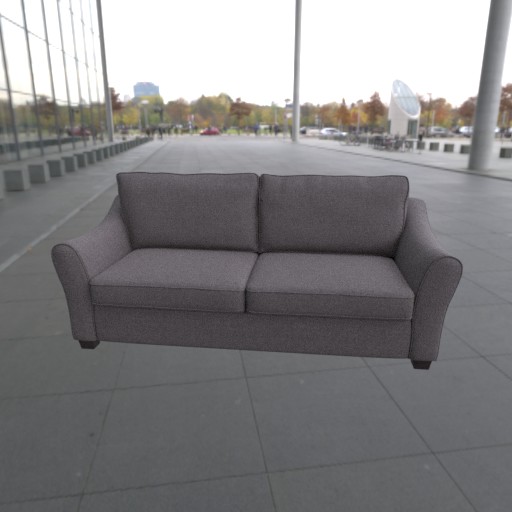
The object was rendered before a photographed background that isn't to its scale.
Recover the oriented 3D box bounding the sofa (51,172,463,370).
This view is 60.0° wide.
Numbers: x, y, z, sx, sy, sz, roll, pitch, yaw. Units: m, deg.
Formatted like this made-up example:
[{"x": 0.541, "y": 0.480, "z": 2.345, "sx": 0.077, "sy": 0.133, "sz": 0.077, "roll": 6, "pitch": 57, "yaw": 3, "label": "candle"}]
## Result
[{"x": 0.000, "y": 0.000, "z": 2.767, "sx": 2.203, "sy": 0.976, "sz": 1.013, "roll": 2, "pitch": 16, "yaw": 7, "label": "sofa"}]
